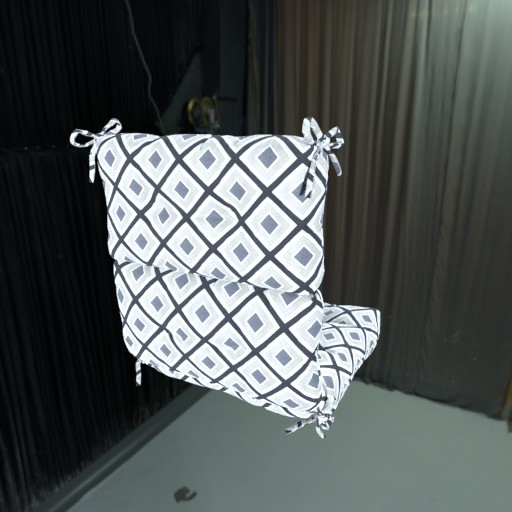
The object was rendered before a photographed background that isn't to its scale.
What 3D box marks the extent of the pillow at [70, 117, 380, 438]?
[{"bbox_3d":[0.000,0.000,1.023,0.519,0.605,0.571,9,19,27],"label":"pillow"}]
